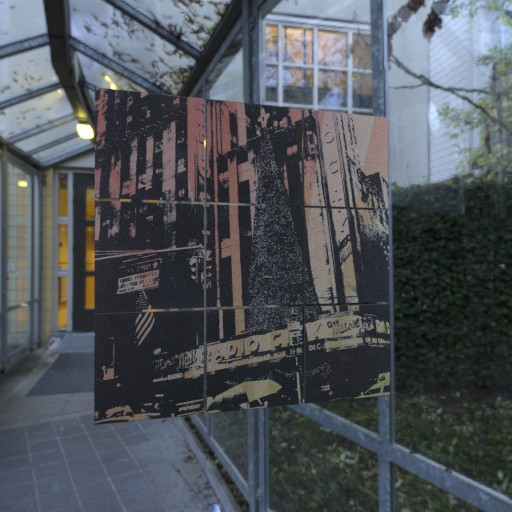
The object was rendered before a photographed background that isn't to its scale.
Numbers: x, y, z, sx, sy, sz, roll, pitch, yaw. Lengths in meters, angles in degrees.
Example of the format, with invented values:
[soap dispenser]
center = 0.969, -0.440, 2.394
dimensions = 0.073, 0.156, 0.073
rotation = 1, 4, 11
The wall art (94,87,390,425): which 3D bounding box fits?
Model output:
[wall art]
center = 0.000, 0.000, 1.775
dimensions = 1.216, 1.216, 0.013
rotation = 0, -1, -17
